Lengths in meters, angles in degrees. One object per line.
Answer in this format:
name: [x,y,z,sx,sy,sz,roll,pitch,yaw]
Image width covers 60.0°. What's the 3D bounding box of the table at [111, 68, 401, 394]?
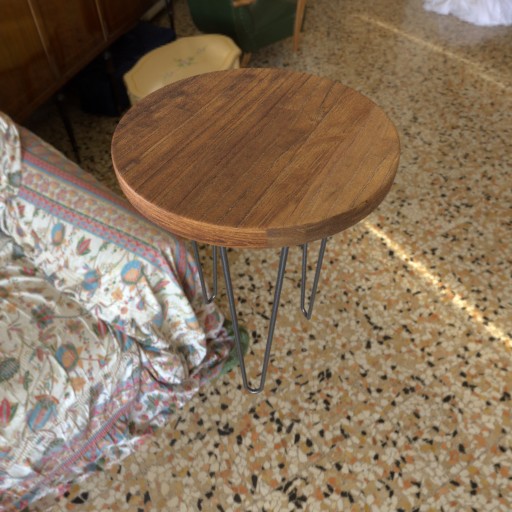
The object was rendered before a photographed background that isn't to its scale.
table: [0.000,0.000,0.814,0.400,0.520,0.400,0,47,0]
